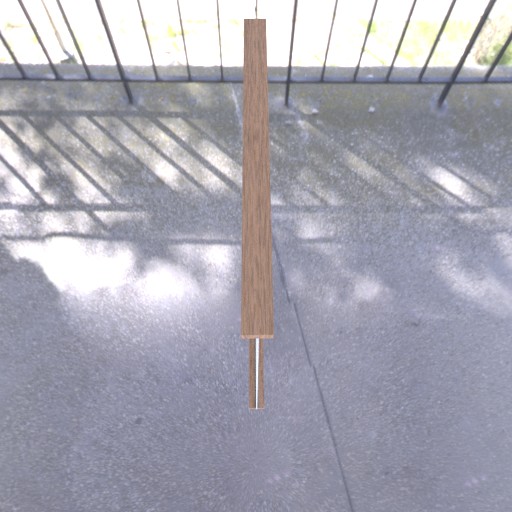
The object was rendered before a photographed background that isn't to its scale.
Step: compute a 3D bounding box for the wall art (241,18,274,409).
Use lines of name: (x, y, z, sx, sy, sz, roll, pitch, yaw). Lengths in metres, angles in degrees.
wall art: (0.000, 0.000, 0.700, 0.028, 0.527, 0.403, 0, 65, 0)
